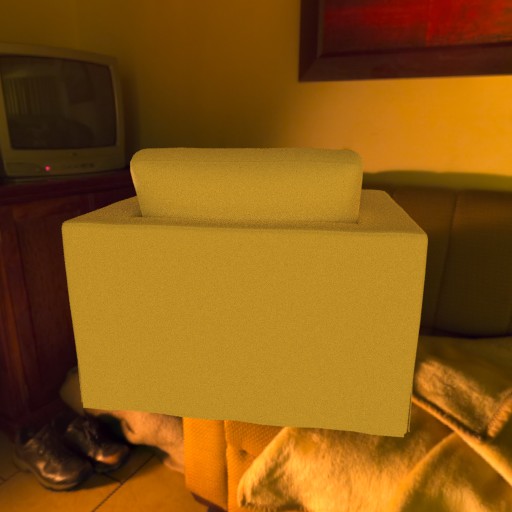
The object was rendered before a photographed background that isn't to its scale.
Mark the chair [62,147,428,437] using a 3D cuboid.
[{"bbox_3d":[0.000,0.000,1.806,1.150,0.878,0.957,2,16,8],"label":"chair"}]
